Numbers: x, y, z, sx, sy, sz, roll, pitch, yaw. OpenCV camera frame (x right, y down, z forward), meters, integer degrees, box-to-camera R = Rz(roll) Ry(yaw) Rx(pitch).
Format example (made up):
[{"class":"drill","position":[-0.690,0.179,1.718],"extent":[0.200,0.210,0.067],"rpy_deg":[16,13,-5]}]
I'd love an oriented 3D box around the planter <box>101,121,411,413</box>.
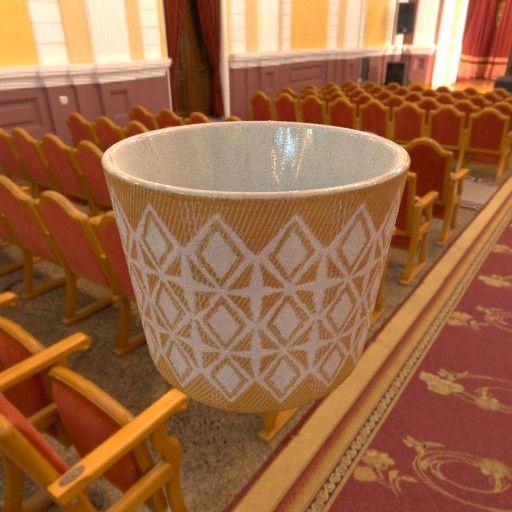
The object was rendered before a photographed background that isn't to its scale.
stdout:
[{"class":"planter","position":[0.000,0.000,0.213],"extent":[0.126,0.104,0.126],"rpy_deg":[0,27,0]}]
